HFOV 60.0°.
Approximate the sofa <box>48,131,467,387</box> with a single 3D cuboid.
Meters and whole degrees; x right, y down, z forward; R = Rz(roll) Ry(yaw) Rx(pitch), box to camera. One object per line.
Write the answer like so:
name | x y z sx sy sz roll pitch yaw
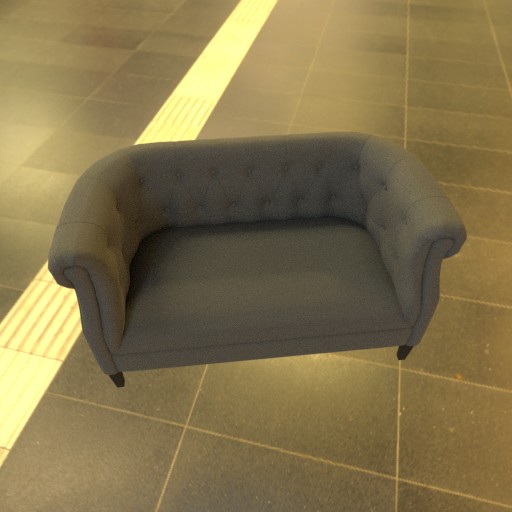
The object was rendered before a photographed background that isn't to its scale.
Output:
sofa | 0.000 0.000 2.054 1.558 0.827 0.835 -4 48 -4
